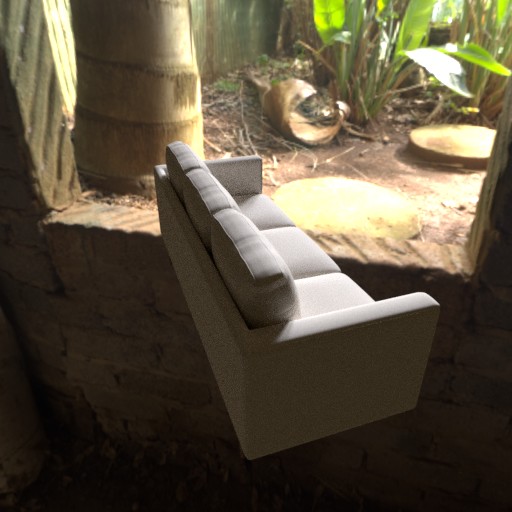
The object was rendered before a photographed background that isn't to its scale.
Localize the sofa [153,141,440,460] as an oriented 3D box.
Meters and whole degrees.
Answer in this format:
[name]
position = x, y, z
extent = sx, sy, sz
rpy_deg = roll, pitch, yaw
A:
[sofa]
position = 0.000, 0.000, 2.470
extent = 0.802, 0.912, 2.029
rpy_deg = -10, 31, -17
